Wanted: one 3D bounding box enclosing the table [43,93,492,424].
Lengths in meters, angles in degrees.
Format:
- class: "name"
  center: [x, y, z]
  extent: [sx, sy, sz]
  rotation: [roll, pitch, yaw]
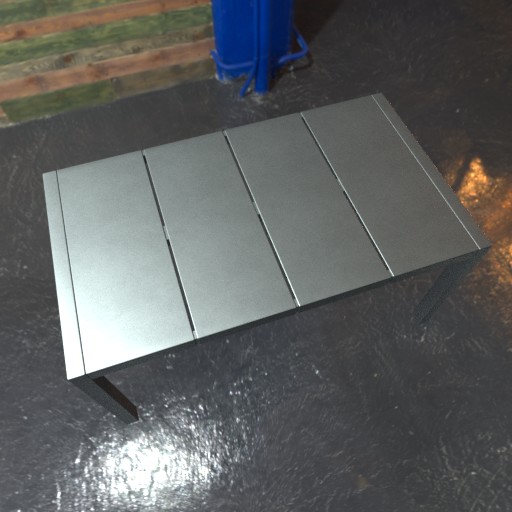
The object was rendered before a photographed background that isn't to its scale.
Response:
- class: "table"
  center: [0.000, 0.000, 1.272]
  extent: [0.965, 0.460, 0.559]
  rotation: [-16, 60, -10]
